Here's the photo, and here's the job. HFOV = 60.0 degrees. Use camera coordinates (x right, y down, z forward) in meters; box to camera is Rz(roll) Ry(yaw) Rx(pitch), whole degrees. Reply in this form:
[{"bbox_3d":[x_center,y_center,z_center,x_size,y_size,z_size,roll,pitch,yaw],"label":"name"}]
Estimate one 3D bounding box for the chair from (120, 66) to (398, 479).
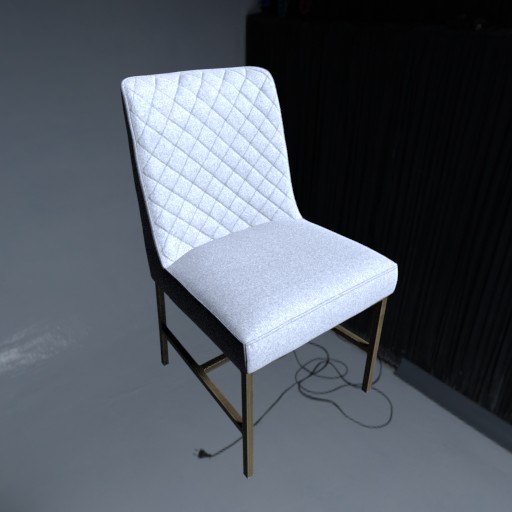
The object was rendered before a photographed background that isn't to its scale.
[{"bbox_3d":[0.000,0.000,1.211,0.508,0.889,0.587,-21,36,-32],"label":"chair"}]
